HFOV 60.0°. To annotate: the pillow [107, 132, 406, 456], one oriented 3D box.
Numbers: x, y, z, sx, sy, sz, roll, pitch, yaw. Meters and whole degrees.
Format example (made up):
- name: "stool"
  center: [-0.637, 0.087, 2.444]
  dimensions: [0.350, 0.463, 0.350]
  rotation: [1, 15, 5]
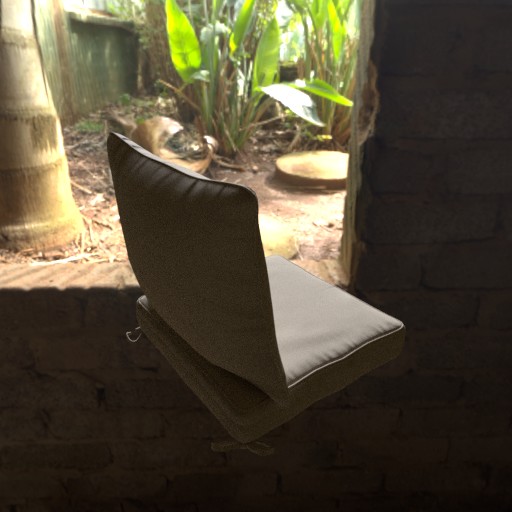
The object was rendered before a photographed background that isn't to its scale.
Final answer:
- name: "pillow"
  center: [0.000, 0.000, 1.382]
  dimensions: [0.733, 0.716, 0.798]
  rotation: [-17, 30, -32]
